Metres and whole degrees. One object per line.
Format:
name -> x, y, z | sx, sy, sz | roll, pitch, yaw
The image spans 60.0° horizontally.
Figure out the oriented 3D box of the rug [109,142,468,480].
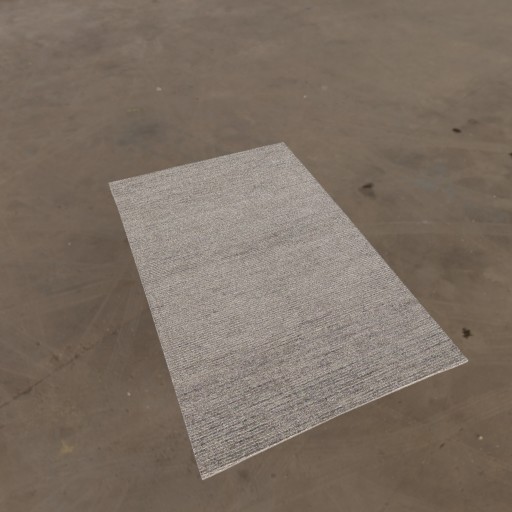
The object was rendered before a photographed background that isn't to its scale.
rug -> 0.000, 0.000, 2.244 | 1.162, 0.022, 1.804 | -17, 49, -15
